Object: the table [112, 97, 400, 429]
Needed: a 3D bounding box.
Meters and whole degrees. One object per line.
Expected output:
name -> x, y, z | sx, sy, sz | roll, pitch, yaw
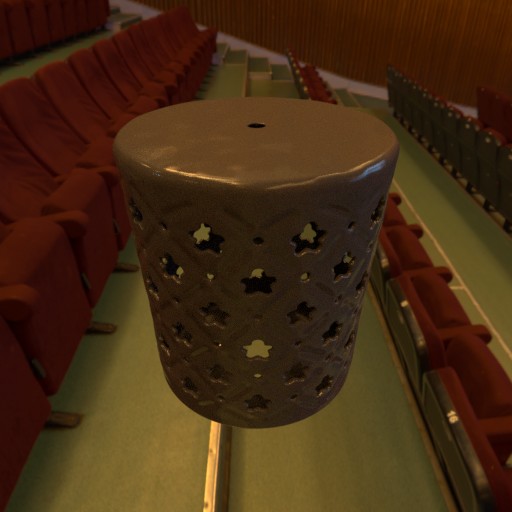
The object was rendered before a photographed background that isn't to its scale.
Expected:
table -> 0.000, 0.000, 0.657 | 0.352, 0.387, 0.352 | 0, 32, 0
